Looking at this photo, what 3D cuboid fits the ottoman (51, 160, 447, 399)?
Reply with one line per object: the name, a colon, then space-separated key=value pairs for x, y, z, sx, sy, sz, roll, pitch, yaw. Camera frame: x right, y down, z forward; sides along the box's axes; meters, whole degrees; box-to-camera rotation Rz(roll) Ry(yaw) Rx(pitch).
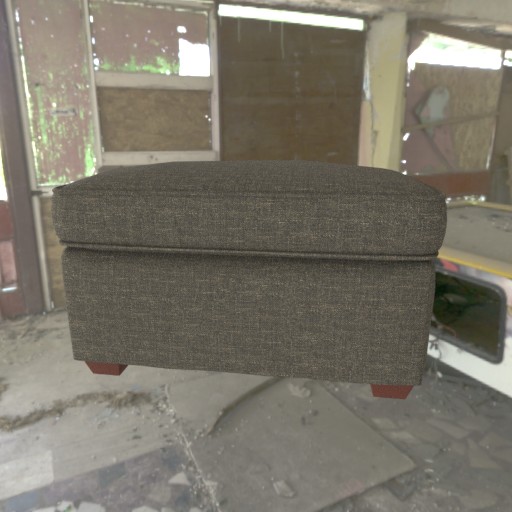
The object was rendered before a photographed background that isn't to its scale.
ottoman: x=0.000 y=0.000 z=1.076 sx=0.749 sy=0.450 sz=0.549 roll=2 pitch=15 yaw=8
